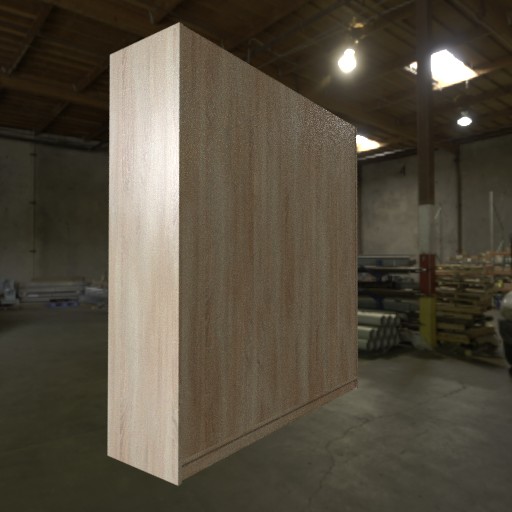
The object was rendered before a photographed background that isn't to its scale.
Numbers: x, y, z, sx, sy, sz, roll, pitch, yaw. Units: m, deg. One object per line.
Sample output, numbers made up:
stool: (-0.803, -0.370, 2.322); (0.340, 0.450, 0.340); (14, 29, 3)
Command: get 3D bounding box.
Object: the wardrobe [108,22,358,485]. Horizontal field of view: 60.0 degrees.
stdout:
wardrobe: (0.000, 0.000, 3.039); (0.598, 2.159, 1.998); (-1, -1, 37)
